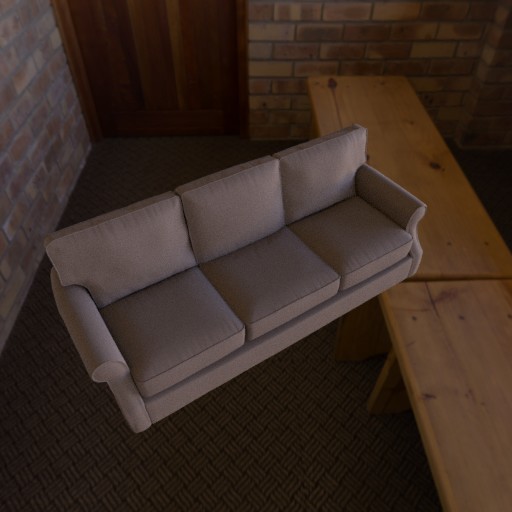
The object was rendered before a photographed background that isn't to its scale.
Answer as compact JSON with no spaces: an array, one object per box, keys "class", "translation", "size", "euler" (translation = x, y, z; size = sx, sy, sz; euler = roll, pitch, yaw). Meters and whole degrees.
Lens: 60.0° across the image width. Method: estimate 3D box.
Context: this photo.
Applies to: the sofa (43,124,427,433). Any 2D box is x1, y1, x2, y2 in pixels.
[{"class":"sofa","translation":[0.000,0.000,2.831],"size":[2.353,0.948,0.966],"euler":[-25,49,-23]}]
